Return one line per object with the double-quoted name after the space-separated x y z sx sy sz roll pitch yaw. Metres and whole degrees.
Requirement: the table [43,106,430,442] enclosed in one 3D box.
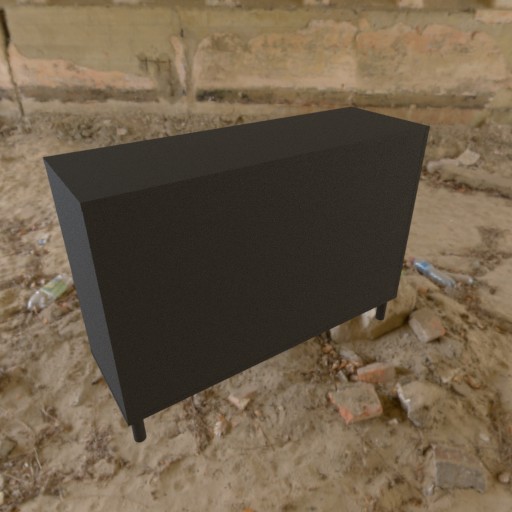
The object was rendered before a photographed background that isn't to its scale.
0.000 0.000 1.621 1.200 0.855 0.400 -19 35 -29 "table"
